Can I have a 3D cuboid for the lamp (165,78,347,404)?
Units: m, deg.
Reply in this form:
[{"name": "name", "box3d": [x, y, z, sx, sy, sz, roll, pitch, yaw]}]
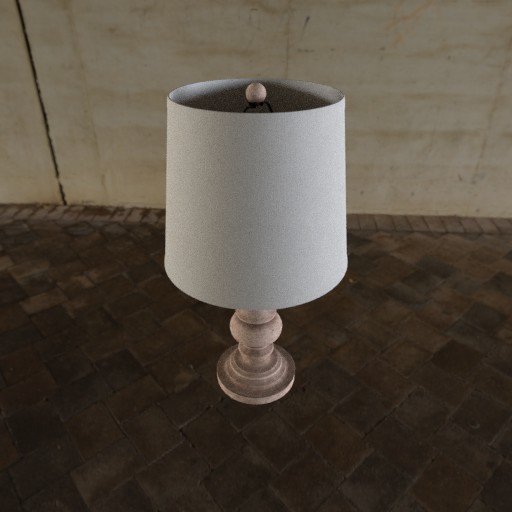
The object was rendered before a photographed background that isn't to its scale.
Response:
[{"name": "lamp", "box3d": [0.000, 0.000, 0.673, 0.273, 0.497, 0.273, 0, 31, 0]}]
